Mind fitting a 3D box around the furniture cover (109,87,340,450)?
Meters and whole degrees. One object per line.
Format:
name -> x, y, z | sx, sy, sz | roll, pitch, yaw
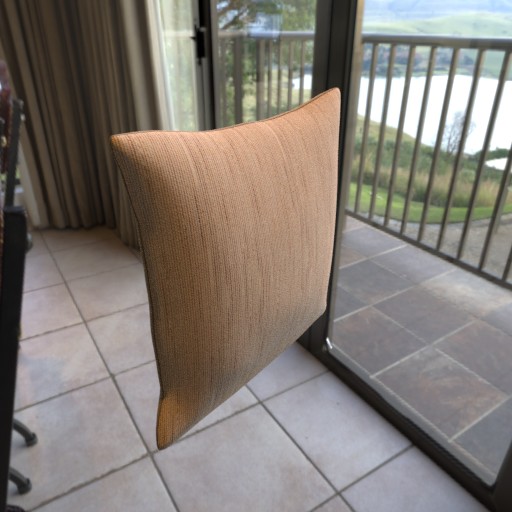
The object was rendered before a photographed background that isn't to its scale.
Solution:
furniture cover -> 0.000, 0.000, 0.776 | 0.178, 0.506, 0.512 | 21, 35, 34
